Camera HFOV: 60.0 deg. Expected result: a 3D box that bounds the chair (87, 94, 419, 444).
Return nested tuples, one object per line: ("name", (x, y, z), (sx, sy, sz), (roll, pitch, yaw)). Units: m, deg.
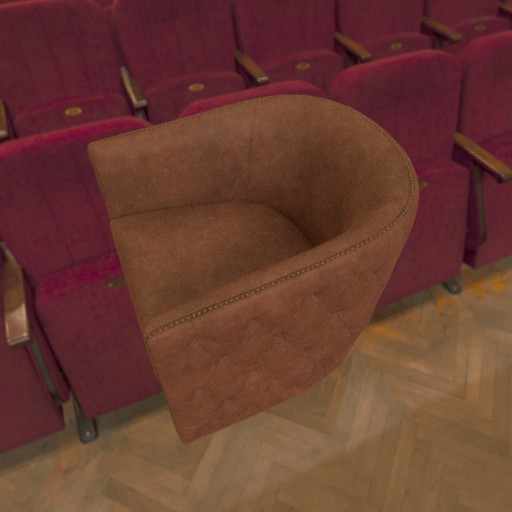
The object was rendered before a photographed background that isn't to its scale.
("chair", (0.000, 0.000, 1.528), (0.870, 0.790, 0.850), (-17, 49, -16))
